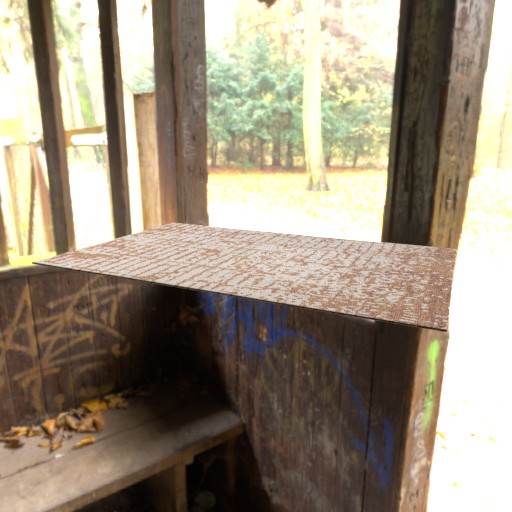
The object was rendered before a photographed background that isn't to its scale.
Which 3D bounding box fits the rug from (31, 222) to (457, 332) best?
[{"bbox_3d":[0.000,0.000,2.971,2.435,0.011,1.517,7,16,24],"label":"rug"}]
